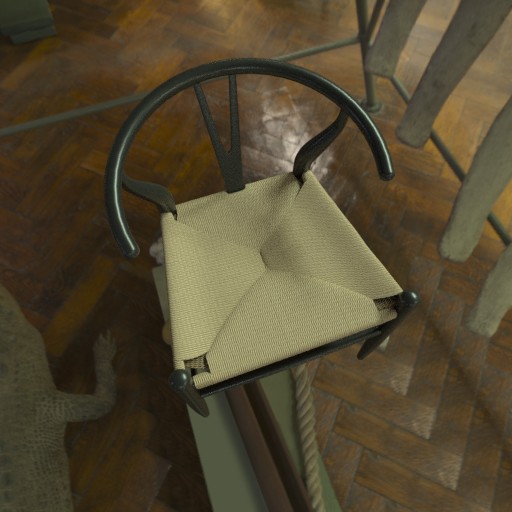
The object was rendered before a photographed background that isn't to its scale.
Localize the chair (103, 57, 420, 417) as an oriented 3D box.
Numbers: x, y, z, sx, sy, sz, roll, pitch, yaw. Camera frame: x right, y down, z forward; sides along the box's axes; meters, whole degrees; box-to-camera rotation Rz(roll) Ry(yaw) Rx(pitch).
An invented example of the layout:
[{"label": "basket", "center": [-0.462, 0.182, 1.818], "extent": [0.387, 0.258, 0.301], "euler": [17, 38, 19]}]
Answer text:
[{"label": "chair", "center": [0.000, 0.000, 1.123], "extent": [0.570, 0.739, 0.570], "euler": [-18, 65, -9]}]
